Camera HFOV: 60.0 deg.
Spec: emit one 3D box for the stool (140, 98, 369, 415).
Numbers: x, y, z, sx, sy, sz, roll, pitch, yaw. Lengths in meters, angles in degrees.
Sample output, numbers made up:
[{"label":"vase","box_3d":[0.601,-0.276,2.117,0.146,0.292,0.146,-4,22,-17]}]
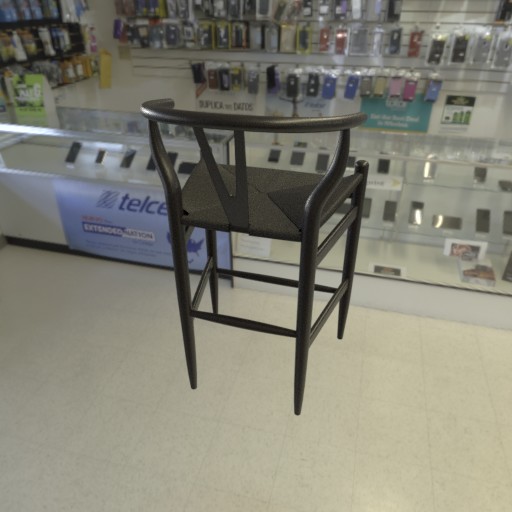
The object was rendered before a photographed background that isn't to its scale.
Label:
[{"label":"stool","box_3d":[0.000,0.000,1.344,0.569,0.970,0.579,9,32,15]}]
